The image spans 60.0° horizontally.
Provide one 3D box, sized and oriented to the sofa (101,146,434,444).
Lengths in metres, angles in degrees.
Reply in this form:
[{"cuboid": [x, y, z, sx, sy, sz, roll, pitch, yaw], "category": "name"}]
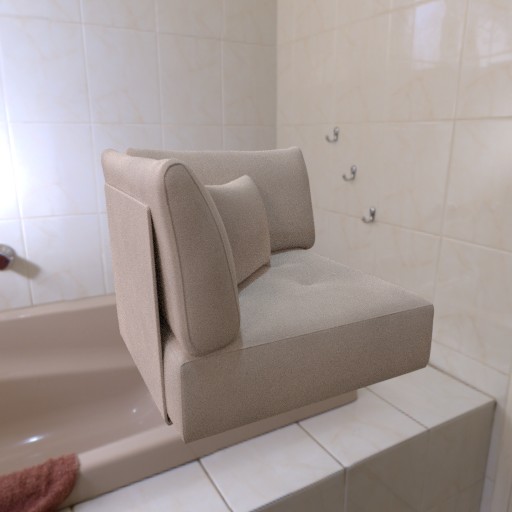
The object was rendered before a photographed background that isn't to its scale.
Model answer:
[{"cuboid": [0.000, 0.000, 1.750, 1.000, 0.820, 1.000, -8, 17, -26], "category": "sofa"}]
